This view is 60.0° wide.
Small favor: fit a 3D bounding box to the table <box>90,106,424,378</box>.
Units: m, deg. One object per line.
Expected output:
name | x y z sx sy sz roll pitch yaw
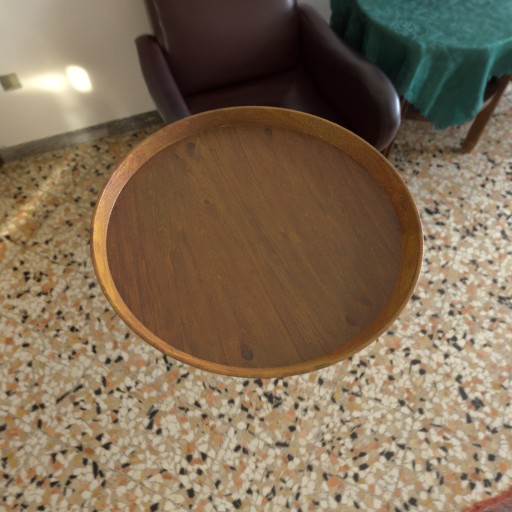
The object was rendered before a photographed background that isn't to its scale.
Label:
table | 0.000 0.000 1.563 1.016 0.470 1.016 0 59 0
